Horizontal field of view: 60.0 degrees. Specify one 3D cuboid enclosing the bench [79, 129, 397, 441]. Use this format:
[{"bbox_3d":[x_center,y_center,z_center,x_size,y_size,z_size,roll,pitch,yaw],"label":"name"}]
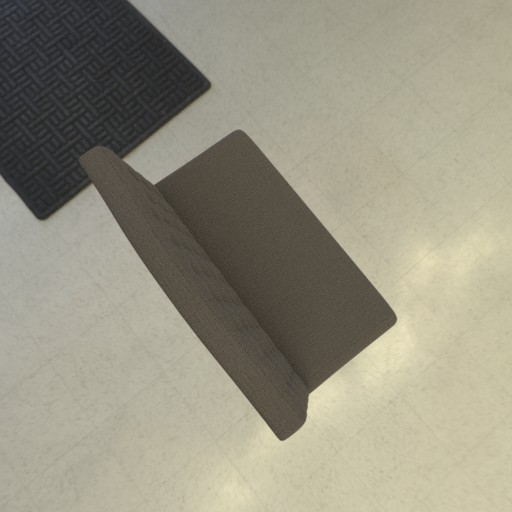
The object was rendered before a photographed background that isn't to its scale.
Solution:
[{"bbox_3d":[0.000,0.000,2.115,0.815,1.180,1.335,-36,79,-8],"label":"bench"}]
